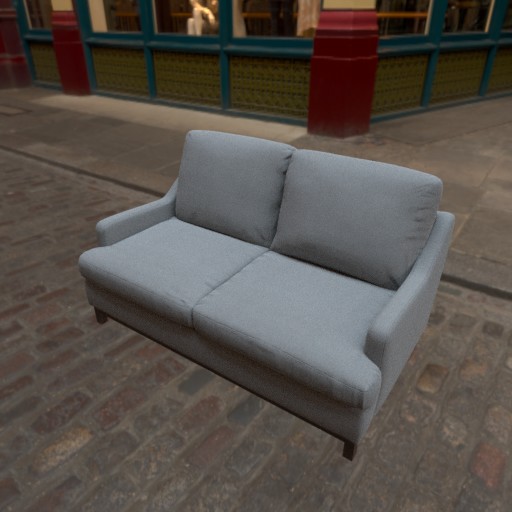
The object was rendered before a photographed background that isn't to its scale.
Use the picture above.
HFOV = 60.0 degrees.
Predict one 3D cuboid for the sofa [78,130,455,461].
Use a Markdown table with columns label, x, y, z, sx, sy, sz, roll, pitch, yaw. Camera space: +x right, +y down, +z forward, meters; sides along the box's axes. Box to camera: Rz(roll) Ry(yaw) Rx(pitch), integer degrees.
| label | x | y | z | sx | sy | sz | roll | pitch | yaw |
| --- | --- | --- | --- | --- | --- | --- | --- | --- | --- |
| sofa | 0.000 | 0.000 | 2.178 | 1.589 | 0.921 | 0.987 | 19 | 35 | 29 |
